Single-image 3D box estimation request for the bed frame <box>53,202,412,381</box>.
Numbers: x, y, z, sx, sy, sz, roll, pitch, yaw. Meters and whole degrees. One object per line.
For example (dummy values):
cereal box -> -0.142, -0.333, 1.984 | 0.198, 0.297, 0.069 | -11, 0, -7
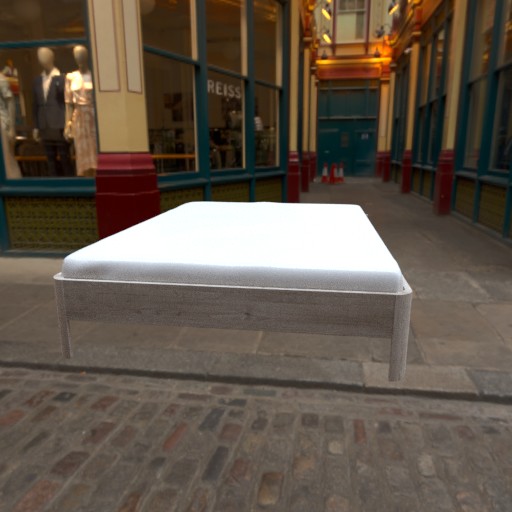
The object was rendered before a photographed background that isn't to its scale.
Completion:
bed frame -> 0.000, 0.000, 2.664 | 1.490, 0.462, 1.950 | 2, 14, 8
